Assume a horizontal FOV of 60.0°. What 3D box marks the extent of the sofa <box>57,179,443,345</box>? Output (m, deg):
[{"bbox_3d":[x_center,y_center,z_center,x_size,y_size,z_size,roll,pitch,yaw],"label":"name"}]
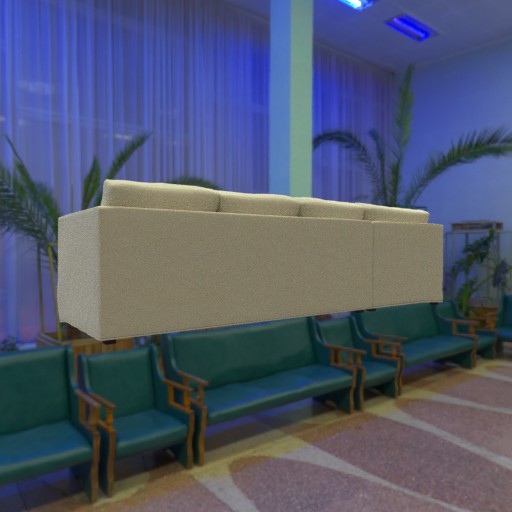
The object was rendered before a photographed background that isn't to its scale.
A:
[{"bbox_3d":[0.000,0.000,3.873,3.205,0.922,1.650,-1,1,-36],"label":"sofa"}]
